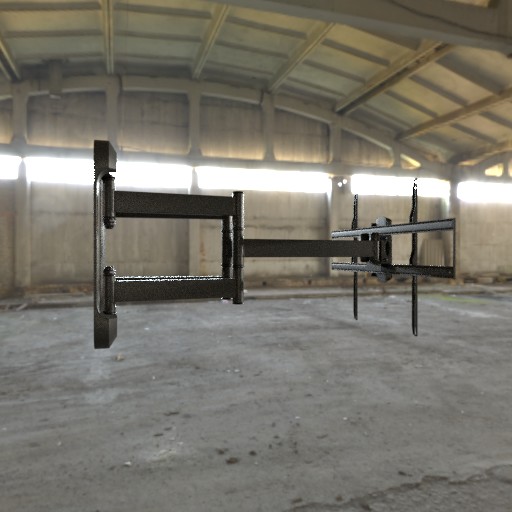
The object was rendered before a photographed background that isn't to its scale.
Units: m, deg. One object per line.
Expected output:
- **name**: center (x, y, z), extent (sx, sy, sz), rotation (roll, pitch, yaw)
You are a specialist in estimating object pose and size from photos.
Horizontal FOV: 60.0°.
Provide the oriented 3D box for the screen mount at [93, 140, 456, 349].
- **screen mount**: center (0.000, 0.000, 1.359), extent (0.905, 0.483, 0.725), rotation (0, 0, -18)
